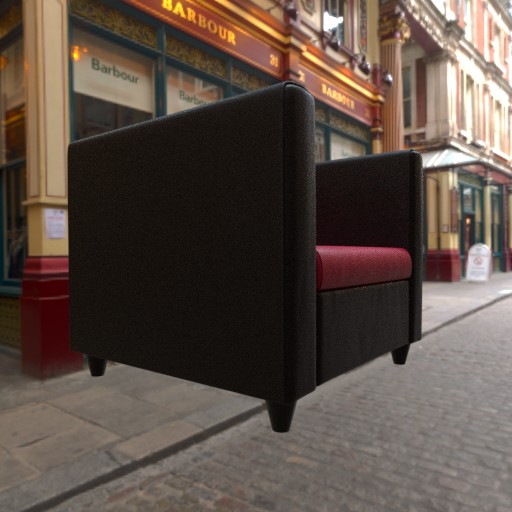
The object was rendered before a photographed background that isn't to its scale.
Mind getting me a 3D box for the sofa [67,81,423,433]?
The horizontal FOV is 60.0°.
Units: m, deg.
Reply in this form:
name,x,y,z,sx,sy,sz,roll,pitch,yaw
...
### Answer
name,x,y,z,sx,sy,sz,roll,pitch,yaw
sofa,0.000,0.000,1.418,0.809,0.724,0.839,0,1,38
